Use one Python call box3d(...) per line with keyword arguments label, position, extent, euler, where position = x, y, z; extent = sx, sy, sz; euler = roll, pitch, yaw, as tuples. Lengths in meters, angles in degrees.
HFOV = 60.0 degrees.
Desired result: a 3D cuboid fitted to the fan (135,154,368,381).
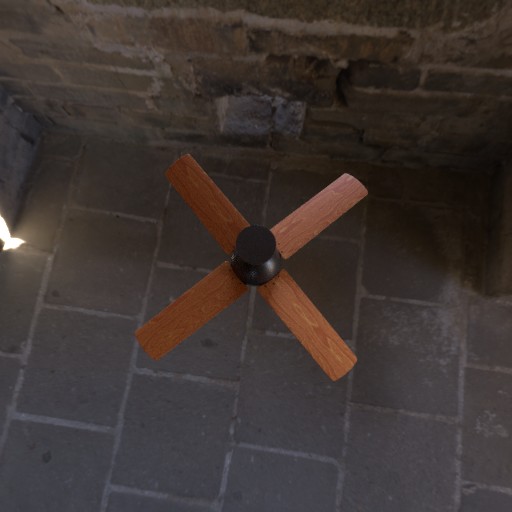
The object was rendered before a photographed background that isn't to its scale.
box3d(label="fan", position=(0.000, 0.000, 2.049), extent=(1.332, 0.403, 1.332), euler=(-38, 79, -9))
